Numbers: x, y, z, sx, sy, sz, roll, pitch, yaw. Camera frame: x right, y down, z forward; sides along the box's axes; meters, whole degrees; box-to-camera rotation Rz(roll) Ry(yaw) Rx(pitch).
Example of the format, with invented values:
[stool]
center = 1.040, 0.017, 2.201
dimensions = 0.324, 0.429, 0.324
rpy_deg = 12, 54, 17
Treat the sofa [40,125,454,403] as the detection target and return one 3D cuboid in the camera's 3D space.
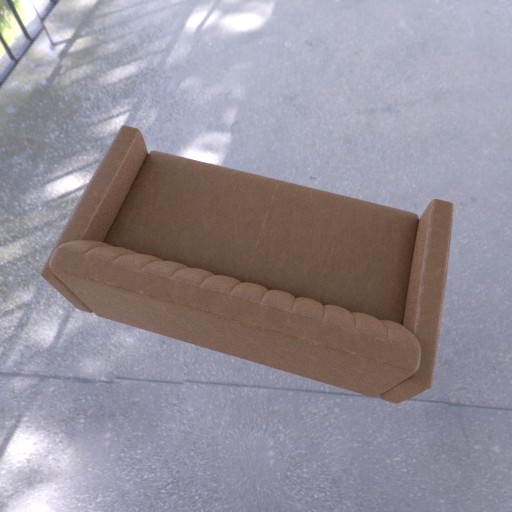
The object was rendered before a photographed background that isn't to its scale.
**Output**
[sofa]
center = 0.000, 0.000, 2.366
dimensions = 1.847, 0.821, 0.993
rpy_deg = 15, 65, 7
